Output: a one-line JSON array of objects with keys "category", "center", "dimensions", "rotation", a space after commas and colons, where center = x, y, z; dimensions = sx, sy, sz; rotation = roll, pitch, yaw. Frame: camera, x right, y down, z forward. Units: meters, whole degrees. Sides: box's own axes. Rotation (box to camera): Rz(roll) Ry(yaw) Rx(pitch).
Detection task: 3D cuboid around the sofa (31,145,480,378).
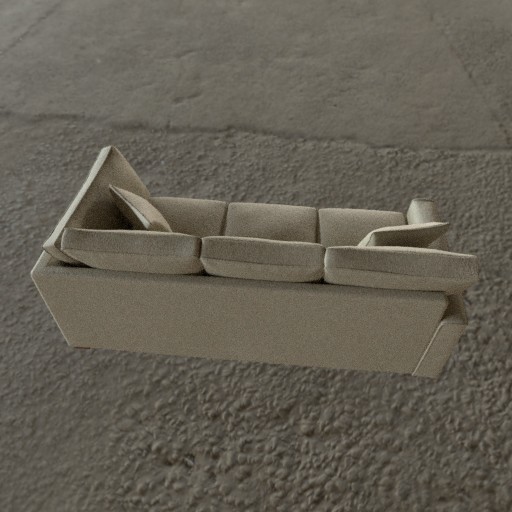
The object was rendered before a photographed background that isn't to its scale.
[{"category": "sofa", "center": [0.000, 0.000, 2.810], "dimensions": [2.317, 0.962, 1.061], "rotation": [4, 46, 4]}]
